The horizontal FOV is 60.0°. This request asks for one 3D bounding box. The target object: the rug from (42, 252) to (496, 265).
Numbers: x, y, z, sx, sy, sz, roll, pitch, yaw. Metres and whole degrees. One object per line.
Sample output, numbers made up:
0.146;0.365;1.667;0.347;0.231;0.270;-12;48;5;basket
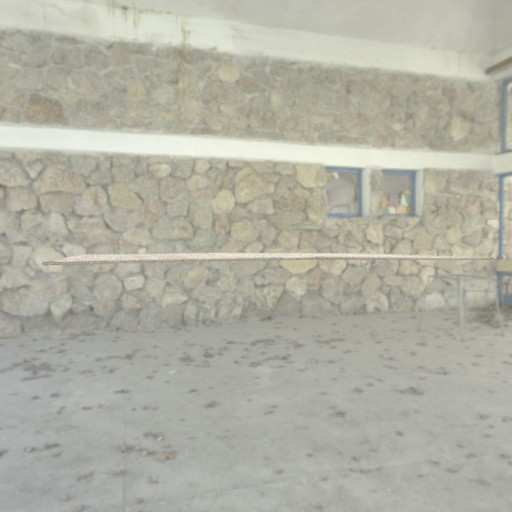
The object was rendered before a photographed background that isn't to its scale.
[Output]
0.000;0.000;2.872;2.283;0.030;1.596;0;1;-16;rug
